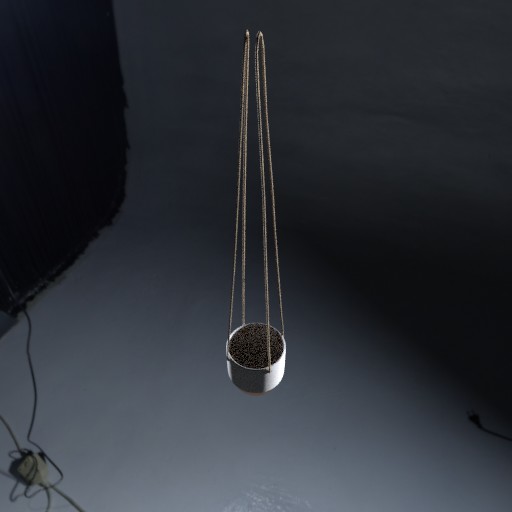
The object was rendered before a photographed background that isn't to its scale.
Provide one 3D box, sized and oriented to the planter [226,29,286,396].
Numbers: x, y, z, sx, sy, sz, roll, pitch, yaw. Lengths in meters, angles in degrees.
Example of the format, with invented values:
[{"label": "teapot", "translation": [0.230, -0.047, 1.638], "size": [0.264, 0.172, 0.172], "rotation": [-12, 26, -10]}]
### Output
[{"label": "planter", "translation": [0.000, 0.000, 0.901], "size": [0.146, 0.841, 0.146], "rotation": [13, 42, 15]}]
